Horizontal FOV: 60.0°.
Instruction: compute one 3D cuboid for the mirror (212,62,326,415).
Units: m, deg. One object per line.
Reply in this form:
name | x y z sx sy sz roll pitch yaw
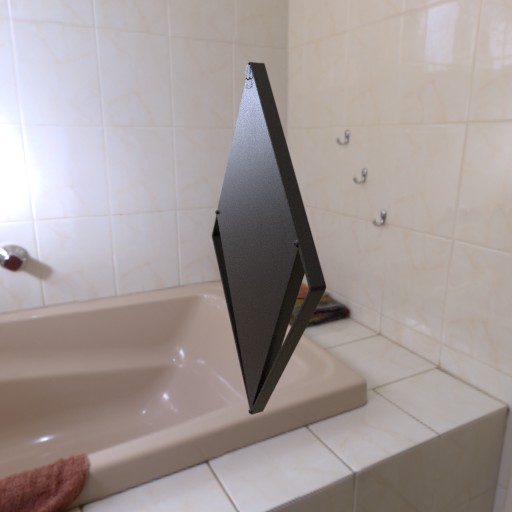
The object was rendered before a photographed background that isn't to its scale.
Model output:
mirror | 0.000 0.000 0.839 0.032 0.679 0.419 -7 16 -25
